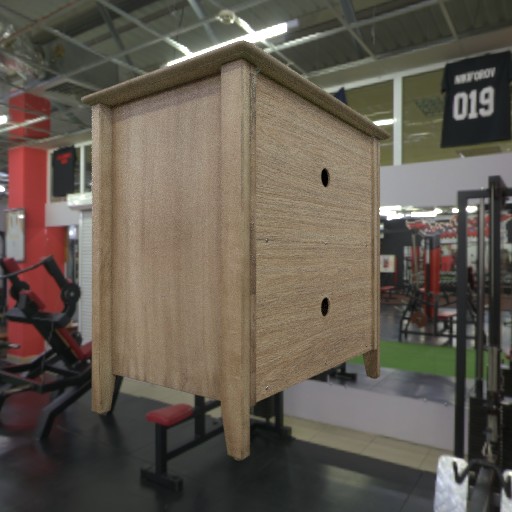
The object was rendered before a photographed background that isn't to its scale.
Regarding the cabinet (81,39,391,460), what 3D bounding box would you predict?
[{"bbox_3d":[0.000,0.000,1.229,0.503,0.762,0.763,0,0,36],"label":"cabinet"}]
